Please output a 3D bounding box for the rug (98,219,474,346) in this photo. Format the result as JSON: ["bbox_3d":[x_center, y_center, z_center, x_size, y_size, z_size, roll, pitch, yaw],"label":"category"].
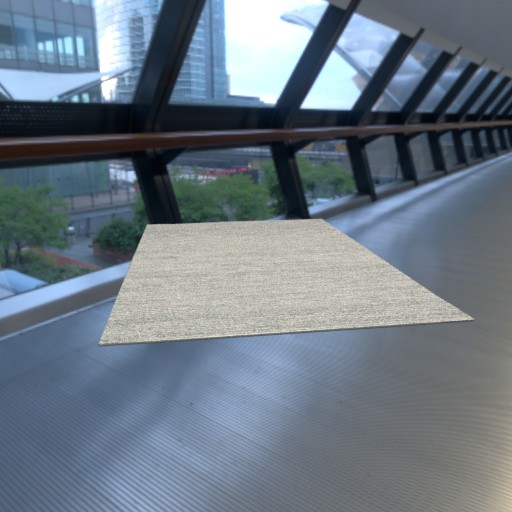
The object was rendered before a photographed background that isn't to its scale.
[{"bbox_3d":[0.000,0.000,2.959,1.616,0.030,2.338,-2,16,-8],"label":"rug"}]
